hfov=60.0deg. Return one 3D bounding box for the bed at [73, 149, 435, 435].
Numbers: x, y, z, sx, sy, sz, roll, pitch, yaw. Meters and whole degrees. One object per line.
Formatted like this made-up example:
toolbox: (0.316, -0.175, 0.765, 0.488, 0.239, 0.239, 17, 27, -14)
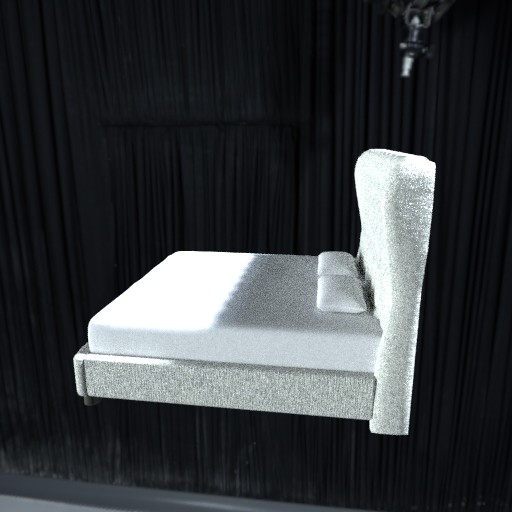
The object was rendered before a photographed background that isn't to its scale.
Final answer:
bed: (0.000, 0.000, 3.856, 2.347, 1.771, 2.219, 2, 15, 8)
